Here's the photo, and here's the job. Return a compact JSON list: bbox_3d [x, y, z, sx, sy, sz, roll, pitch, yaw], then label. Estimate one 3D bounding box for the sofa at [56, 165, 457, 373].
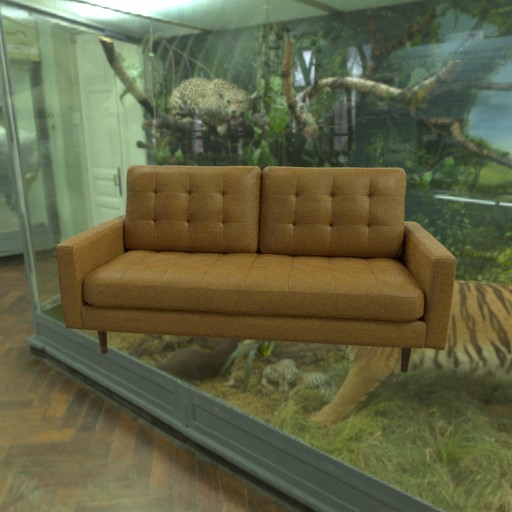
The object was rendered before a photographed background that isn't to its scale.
[{"bbox_3d":[0.000,0.000,2.356,1.821,0.898,0.850,2,16,7],"label":"sofa"}]
